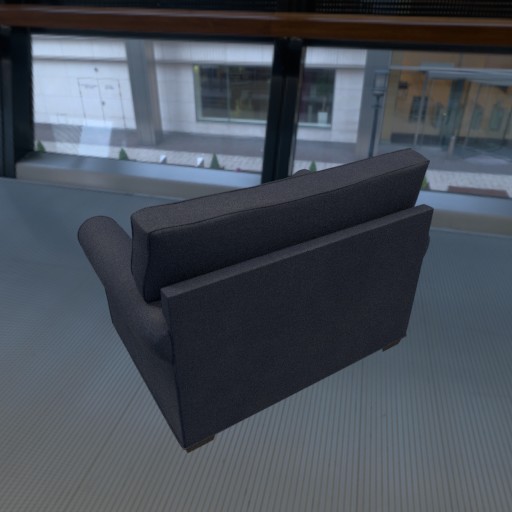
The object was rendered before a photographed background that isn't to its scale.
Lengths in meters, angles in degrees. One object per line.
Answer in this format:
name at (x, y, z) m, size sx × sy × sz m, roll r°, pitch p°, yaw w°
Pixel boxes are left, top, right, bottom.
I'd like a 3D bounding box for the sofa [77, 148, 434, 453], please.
sofa at (0.000, 0.000, 2.102) m, size 1.405 × 1.004 × 0.938 m, roll -18°, pitch 35°, yaw -28°
